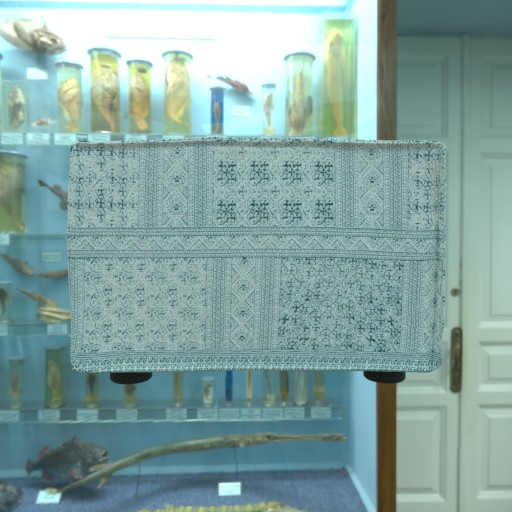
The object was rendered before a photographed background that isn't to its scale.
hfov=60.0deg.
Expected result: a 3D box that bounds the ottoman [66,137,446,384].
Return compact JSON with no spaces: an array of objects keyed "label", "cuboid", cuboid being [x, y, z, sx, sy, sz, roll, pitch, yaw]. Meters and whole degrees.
[{"label":"ottoman","cuboid":[0.000,0.000,1.021,0.617,0.439,0.626,0,1,-1]}]
